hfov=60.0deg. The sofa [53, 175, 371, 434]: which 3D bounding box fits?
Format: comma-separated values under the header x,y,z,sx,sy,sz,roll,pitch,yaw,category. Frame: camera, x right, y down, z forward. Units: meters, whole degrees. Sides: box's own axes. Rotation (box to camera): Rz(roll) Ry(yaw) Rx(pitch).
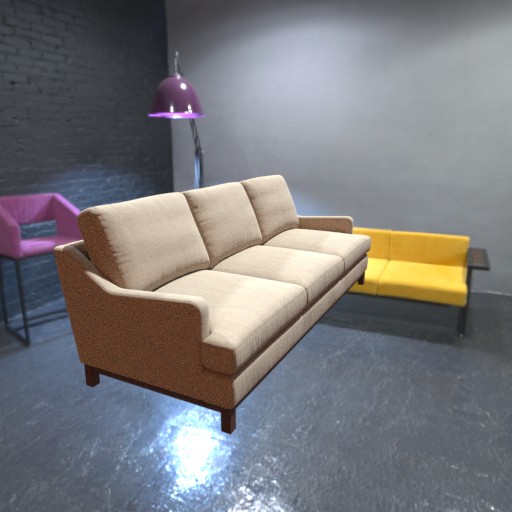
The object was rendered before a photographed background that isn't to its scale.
x,y,z,sx,sy,sz,roll,pitch,yaw,category
0.000,0.000,2.925,1.000,0.913,2.321,8,17,26,sofa
